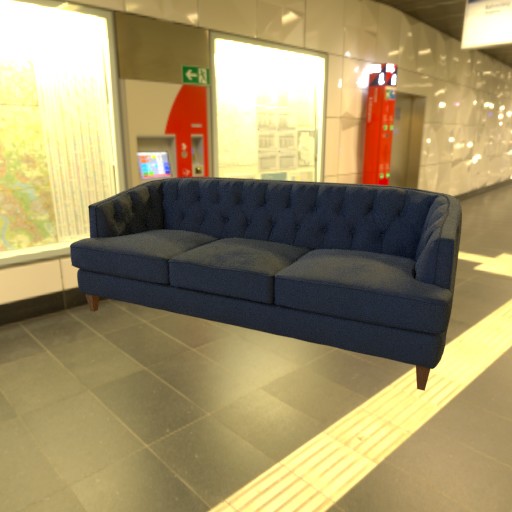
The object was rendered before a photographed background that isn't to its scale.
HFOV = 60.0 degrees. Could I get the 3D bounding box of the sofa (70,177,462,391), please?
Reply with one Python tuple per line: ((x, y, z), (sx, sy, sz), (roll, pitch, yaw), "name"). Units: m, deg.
((0.000, 0.000, 2.731), (2.278, 0.855, 0.941), (8, 17, 26), "sofa")
